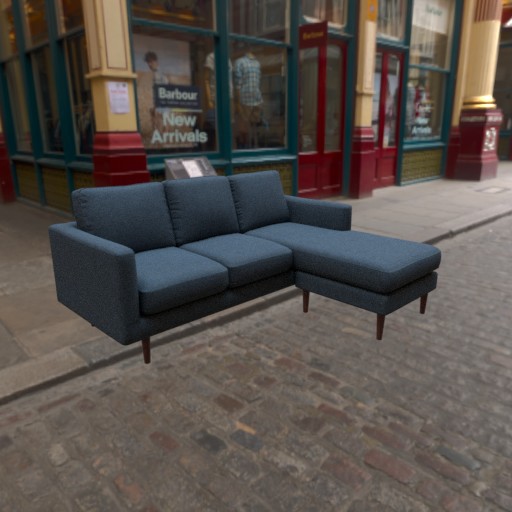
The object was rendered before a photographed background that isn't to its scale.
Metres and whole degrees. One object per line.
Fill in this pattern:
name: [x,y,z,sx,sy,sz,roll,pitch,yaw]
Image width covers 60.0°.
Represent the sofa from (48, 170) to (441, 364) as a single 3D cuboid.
sofa: [0.000,0.000,2.970,2.055,0.957,1.667,-15,22,-42]
